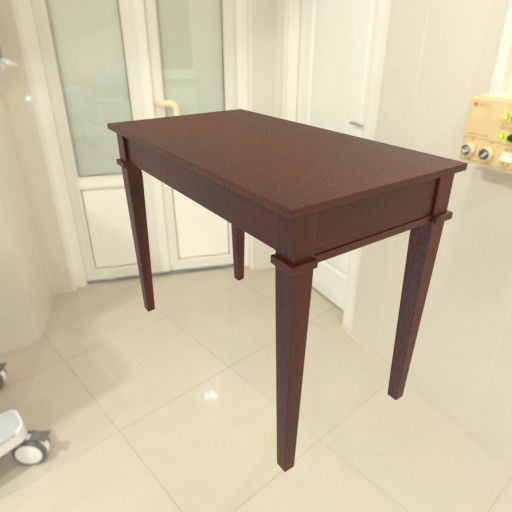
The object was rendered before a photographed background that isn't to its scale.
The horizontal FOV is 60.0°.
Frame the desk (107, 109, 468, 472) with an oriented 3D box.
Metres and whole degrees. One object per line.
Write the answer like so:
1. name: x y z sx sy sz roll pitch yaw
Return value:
1. desk: 0.000 0.000 1.467 0.549 0.762 1.001 -18 32 -31
